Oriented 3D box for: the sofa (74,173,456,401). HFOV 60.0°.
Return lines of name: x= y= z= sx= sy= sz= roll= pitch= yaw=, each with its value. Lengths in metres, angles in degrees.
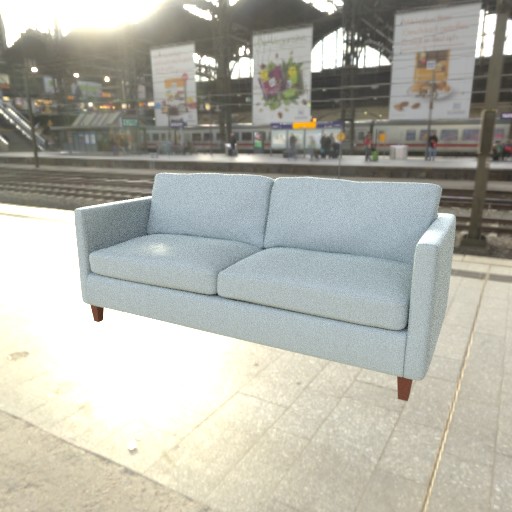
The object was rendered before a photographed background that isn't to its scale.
sofa: x=0.000 y=0.000 z=2.782 sx=2.208 sy=0.965 sz=0.951 roll=8 pitch=16 yaw=27
